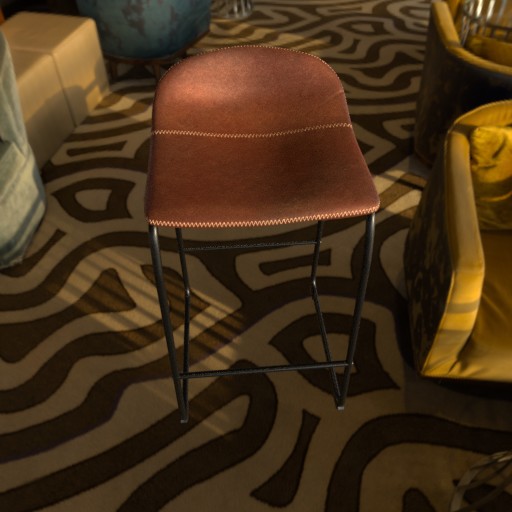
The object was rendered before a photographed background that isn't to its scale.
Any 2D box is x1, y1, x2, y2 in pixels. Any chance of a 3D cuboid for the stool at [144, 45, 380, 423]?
[{"bbox_3d":[0.000,0.000,1.092,0.454,0.830,0.473,-4,47,-3],"label":"stool"}]
